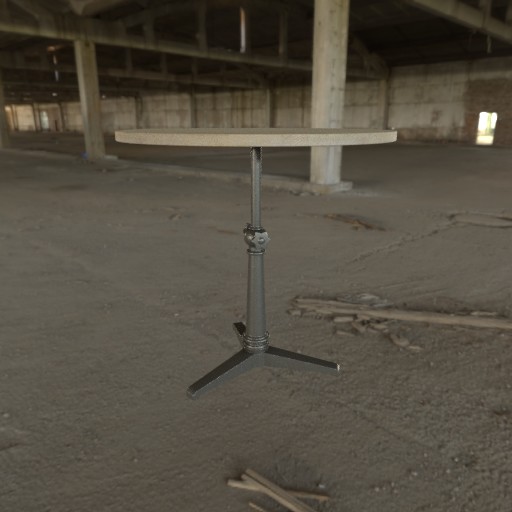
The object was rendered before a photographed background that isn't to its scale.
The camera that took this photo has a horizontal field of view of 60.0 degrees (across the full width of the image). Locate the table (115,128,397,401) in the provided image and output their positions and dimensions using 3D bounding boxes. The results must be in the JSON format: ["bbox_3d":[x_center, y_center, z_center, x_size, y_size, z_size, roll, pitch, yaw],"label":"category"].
[{"bbox_3d":[0.000,0.000,1.428,0.800,0.780,0.800,0,17,0],"label":"table"}]
